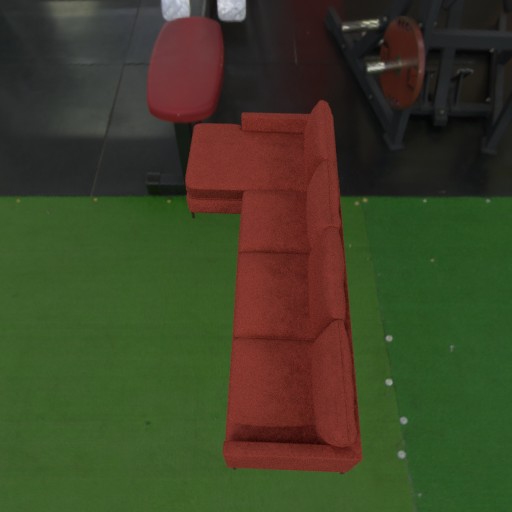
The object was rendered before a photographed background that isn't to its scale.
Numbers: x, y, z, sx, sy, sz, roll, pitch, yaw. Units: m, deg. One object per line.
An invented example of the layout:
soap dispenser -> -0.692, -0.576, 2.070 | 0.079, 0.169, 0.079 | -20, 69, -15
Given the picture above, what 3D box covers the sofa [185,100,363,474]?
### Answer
sofa -> 0.000, 0.000, 3.977 | 1.500, 0.967, 3.400 | 2, 57, 1
